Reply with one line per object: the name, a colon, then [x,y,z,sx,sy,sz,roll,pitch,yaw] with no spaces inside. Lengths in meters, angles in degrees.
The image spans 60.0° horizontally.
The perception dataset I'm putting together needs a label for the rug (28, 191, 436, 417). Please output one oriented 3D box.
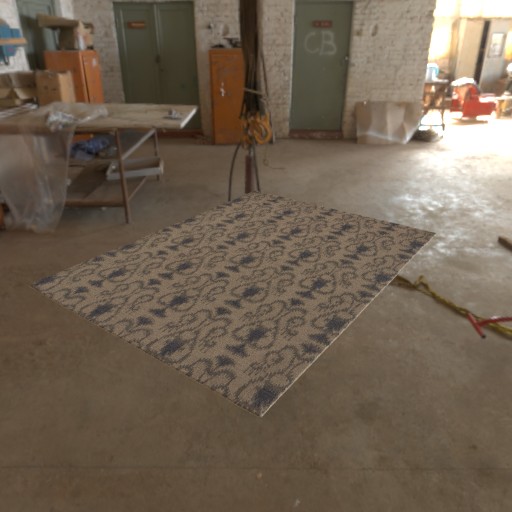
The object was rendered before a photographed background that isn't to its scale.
rug: [0.000,0.000,4.236,2.437,0.015,3.205,18,32,32]
